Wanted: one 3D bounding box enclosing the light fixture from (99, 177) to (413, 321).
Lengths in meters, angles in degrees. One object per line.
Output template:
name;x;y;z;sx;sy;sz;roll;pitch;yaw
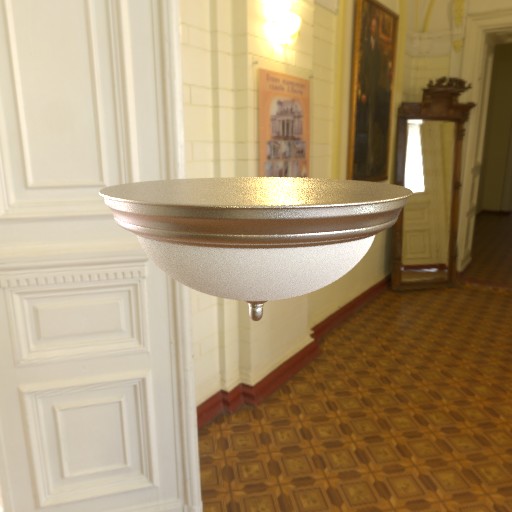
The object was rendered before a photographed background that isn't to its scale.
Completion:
light fixture;0.000;0.000;0.433;0.280;0.135;0.280;0;14;0
